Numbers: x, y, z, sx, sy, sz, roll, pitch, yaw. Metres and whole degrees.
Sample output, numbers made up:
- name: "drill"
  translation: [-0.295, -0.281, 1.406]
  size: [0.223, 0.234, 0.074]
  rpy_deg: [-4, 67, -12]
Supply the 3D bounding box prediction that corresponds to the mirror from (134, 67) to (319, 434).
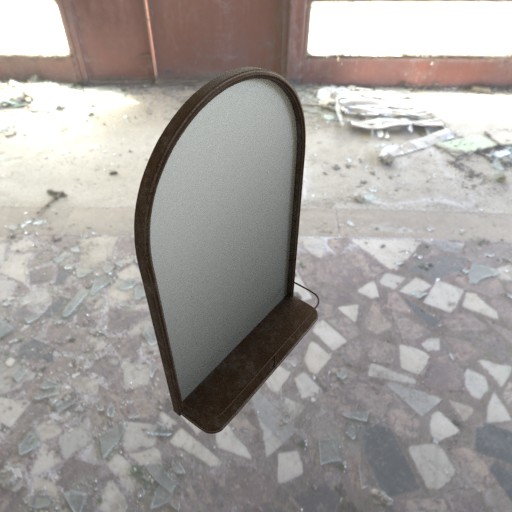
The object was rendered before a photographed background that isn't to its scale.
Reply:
- name: "mirror"
  translation: [0.000, 0.000, 0.984]
  size: [0.137, 0.770, 0.510]
  rpy_deg: [27, 49, 27]
